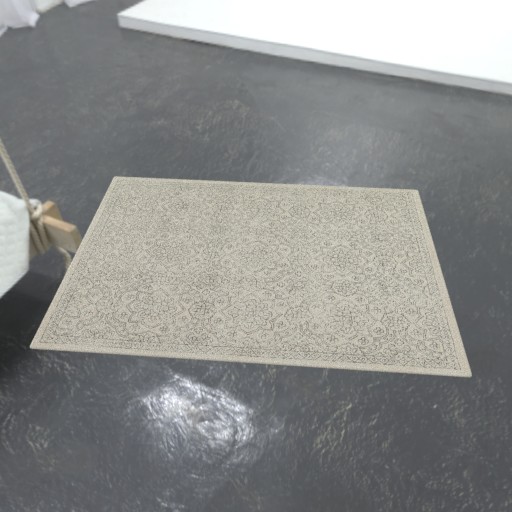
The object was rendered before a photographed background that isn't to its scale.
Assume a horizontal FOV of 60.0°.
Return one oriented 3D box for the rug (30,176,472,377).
[{"bbox_3d":[0.000,0.000,2.804,2.286,0.011,1.524,3,46,3],"label":"rug"}]
